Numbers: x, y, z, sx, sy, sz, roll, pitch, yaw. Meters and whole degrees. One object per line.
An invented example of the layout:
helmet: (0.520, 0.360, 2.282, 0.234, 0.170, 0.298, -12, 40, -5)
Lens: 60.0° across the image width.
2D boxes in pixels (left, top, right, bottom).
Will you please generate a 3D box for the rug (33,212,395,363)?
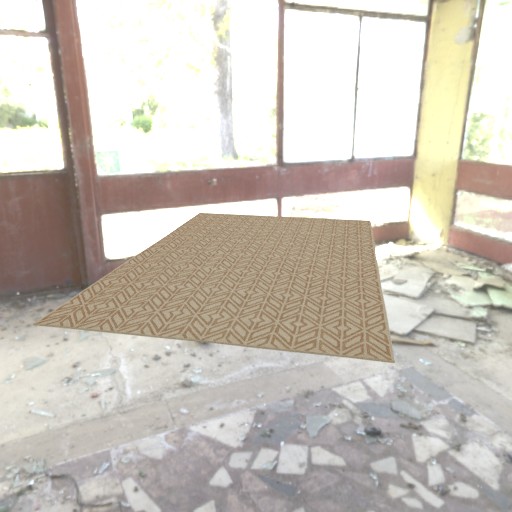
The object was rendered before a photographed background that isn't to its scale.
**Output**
rug: (0.000, 0.000, 2.285, 1.220, 0.007, 1.828, 4, 18, 11)
